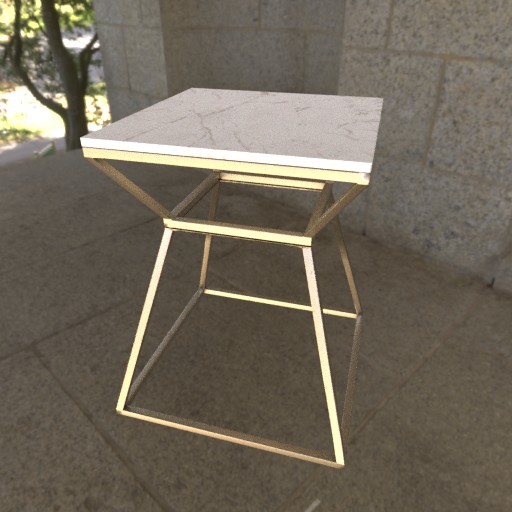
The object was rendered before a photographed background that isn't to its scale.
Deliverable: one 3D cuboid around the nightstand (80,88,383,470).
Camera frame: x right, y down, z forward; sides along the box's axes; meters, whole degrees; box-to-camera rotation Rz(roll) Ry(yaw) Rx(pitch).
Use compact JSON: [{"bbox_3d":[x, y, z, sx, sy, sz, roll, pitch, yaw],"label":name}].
[{"bbox_3d":[0.000,0.000,0.889,0.455,0.554,0.455,8,32,14],"label":"nightstand"}]
